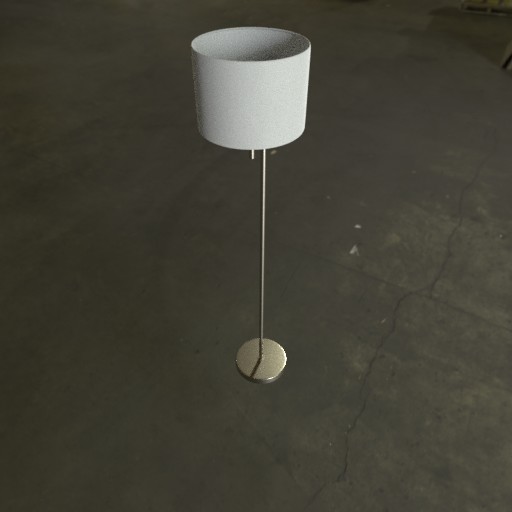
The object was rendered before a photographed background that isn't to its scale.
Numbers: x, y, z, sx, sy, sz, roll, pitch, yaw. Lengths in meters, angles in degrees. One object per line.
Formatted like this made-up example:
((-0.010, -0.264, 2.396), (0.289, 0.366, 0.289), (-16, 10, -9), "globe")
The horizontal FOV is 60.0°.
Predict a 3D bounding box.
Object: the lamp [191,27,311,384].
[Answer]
((0.000, 0.000, 1.753), (0.324, 1.600, 0.416), (12, 42, 13), "lamp")
